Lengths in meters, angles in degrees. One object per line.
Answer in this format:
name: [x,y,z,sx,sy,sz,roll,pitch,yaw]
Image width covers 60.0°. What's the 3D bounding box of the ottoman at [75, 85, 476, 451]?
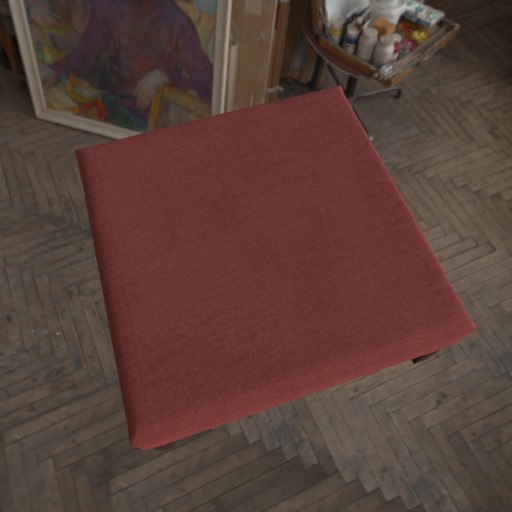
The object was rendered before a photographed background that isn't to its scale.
ottoman: [0.000,0.000,1.379,0.890,0.411,0.889,-16,65,-8]
